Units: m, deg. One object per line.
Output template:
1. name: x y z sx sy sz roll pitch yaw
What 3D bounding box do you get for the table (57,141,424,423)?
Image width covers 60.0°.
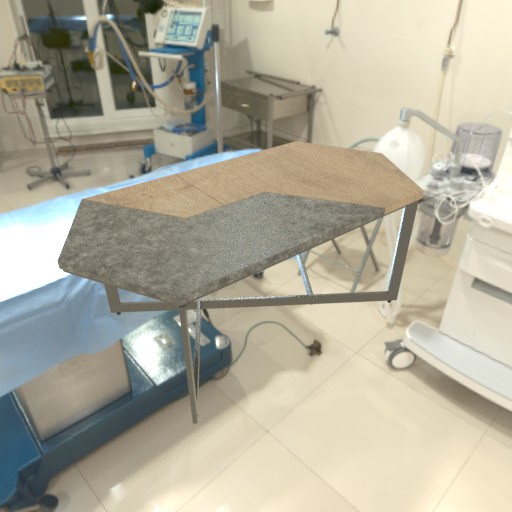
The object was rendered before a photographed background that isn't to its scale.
1. table: 0.000 0.000 1.512 1.219 0.457 0.609 -23 39 -31
